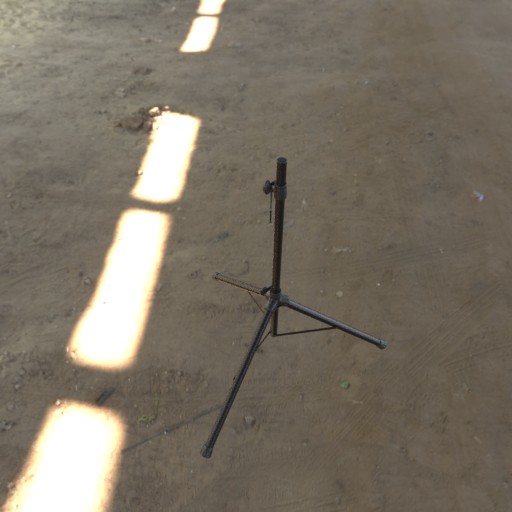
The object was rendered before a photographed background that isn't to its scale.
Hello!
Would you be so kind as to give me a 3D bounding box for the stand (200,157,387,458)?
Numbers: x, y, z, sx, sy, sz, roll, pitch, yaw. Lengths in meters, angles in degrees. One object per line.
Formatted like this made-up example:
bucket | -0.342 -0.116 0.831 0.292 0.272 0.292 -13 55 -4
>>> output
stand | 0.000 0.000 1.905 1.045 1.136 0.907 -23 50 -21
